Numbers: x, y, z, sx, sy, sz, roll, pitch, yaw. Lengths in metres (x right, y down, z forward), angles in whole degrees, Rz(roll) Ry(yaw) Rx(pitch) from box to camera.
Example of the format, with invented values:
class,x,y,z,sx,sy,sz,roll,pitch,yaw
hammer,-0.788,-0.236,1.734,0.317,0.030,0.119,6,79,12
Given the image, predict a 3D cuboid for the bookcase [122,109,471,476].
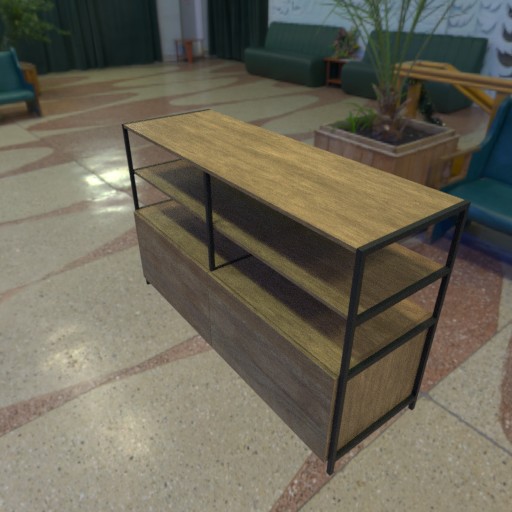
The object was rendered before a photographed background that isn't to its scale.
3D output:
class,x,y,z,sx,sy,sz,roll,pitch,yaw
bookcase,0.000,0.000,1.507,0.391,0.712,1.149,-21,37,-31
